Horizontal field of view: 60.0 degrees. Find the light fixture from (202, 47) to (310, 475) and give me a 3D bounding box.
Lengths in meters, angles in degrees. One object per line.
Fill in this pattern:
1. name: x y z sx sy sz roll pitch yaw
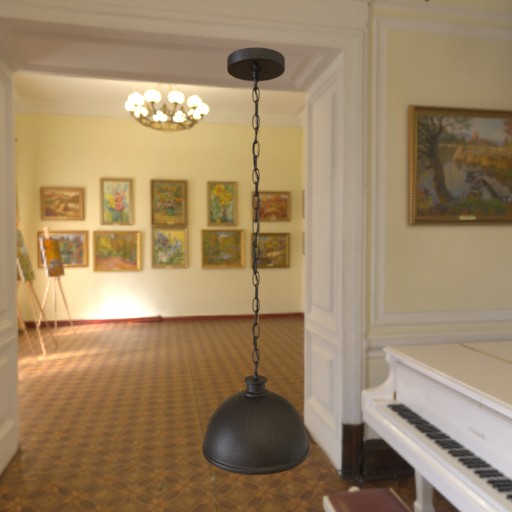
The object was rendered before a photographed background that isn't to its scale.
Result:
1. light fixture: 0.000 0.000 1.247 0.304 1.090 0.304 0 2 2
